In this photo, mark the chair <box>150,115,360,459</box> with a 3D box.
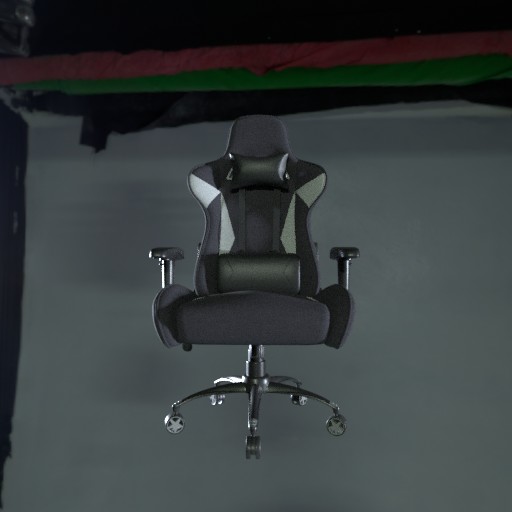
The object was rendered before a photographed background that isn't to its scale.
[{"bbox_3d":[0.000,0.000,1.704,0.730,1.300,0.695,0,-2,2],"label":"chair"}]
